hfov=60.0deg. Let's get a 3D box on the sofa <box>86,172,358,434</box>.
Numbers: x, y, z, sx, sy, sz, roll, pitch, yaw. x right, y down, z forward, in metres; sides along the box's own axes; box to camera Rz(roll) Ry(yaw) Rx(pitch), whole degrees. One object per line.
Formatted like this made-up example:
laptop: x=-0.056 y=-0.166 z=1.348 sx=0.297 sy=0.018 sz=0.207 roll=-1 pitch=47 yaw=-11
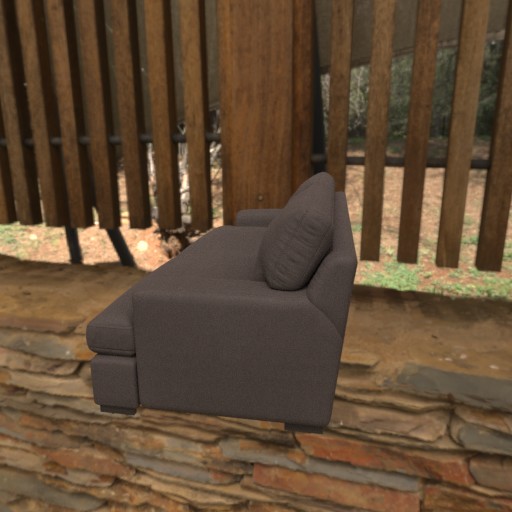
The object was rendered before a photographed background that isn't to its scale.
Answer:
sofa: x=0.000 y=0.000 z=2.825 sx=1.140 sy=0.950 sz=2.271 roll=3 pitch=15 yaw=10
